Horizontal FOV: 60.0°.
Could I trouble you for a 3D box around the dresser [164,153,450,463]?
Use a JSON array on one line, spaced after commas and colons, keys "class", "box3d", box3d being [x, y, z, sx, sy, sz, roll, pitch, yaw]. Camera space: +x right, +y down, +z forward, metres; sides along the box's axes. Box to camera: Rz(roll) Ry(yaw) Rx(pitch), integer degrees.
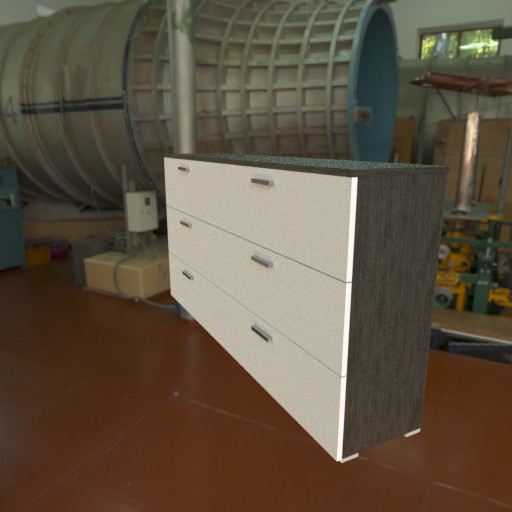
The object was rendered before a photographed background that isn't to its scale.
[{"class": "dresser", "box3d": [0.000, 0.000, 1.829, 0.333, 0.790, 1.535, -7, 16, -26]}]
